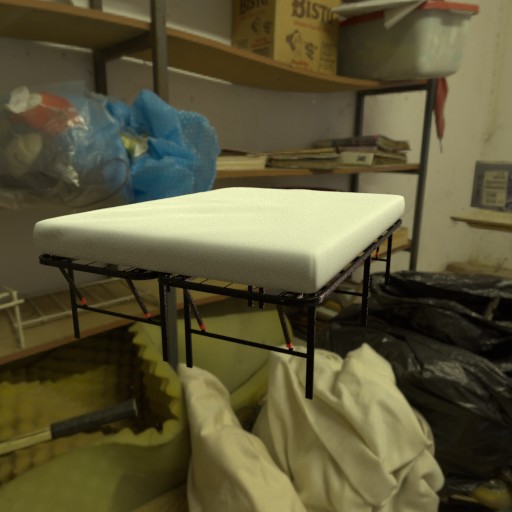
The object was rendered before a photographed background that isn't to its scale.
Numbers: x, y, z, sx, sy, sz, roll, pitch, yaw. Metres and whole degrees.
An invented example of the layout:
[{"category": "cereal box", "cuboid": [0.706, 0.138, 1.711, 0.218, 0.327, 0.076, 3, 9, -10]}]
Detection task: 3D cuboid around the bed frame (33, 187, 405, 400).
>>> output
[{"category": "bed frame", "cuboid": [0.000, 0.000, 2.588, 1.372, 0.637, 1.905, 7, 16, 26]}]
